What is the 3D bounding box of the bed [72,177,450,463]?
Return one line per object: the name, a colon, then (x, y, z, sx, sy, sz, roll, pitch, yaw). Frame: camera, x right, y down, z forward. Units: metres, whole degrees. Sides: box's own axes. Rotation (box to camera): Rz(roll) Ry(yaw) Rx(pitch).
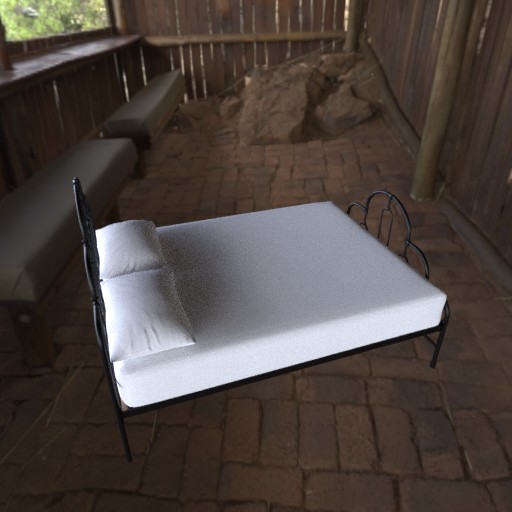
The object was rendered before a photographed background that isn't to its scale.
bed: (0.000, 0.000, 3.162, 2.181, 1.444, 1.626, -11, 33, -17)
